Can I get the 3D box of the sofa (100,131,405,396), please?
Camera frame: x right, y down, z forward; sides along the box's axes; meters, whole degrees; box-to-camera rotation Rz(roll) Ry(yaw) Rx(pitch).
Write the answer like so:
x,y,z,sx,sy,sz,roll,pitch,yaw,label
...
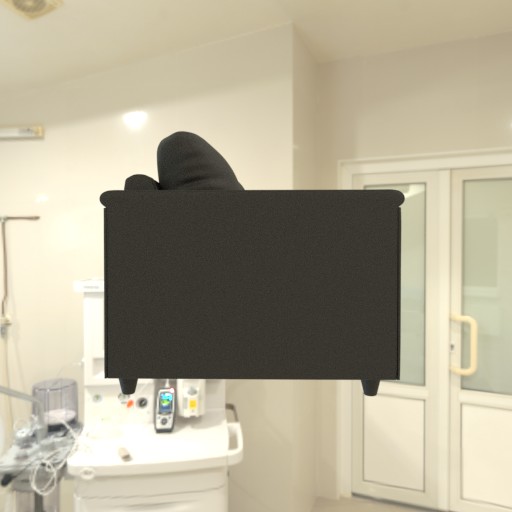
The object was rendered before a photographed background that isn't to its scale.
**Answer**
x,y,z,sx,sy,sz,roll,pitch,yaw,label
0.000,0.000,1.967,0.887,0.845,1.386,0,1,1,sofa
